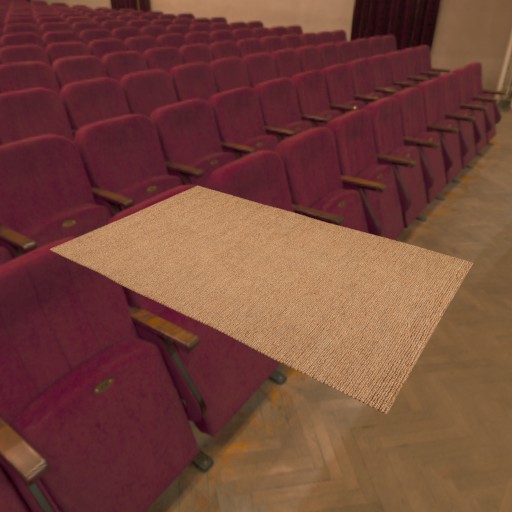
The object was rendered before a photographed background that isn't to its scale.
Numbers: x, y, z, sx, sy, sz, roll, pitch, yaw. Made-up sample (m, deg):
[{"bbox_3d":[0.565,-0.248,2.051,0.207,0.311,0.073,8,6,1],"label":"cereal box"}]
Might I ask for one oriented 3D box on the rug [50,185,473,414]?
[{"bbox_3d":[0.000,0.000,3.007,2.439,0.011,1.533,20,35,30],"label":"rug"}]
